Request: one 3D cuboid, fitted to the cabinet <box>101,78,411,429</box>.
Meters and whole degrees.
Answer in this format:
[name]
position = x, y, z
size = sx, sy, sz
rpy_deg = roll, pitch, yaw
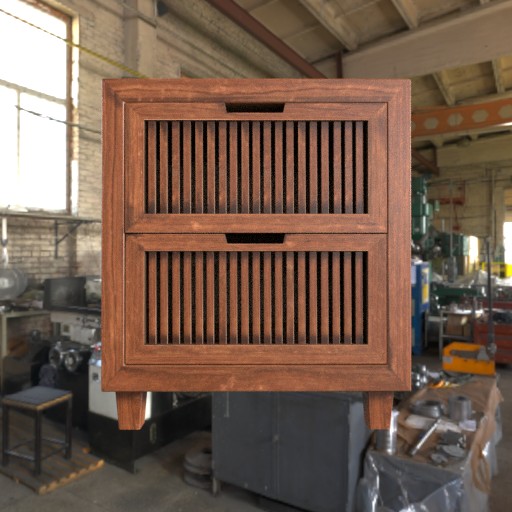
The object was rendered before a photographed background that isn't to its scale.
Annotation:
[cabinet]
position = 0.000, 0.000, 1.071
size = 0.607, 0.695, 0.410
rpy_deg = 0, 0, 0
